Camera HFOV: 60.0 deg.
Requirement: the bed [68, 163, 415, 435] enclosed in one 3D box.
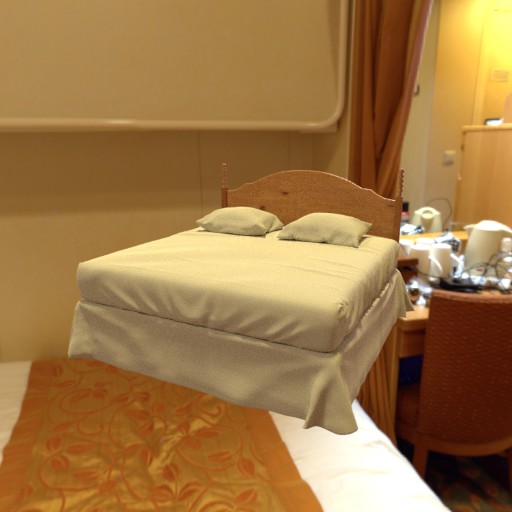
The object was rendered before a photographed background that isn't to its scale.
[{"bbox_3d":[0.000,0.000,3.644,2.322,1.355,2.219,7,16,26],"label":"bed"}]
